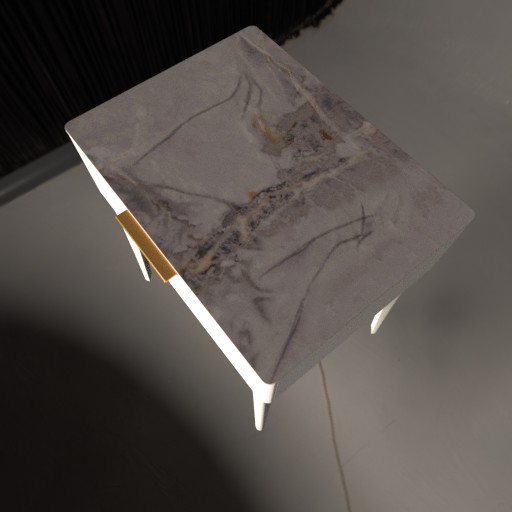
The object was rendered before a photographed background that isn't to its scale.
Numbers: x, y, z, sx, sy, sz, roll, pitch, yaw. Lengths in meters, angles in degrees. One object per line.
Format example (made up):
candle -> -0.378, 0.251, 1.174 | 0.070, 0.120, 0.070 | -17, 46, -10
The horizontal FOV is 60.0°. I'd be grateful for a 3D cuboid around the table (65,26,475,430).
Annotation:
table -> 0.000, 0.000, 0.898 | 0.400, 0.570, 0.500 | -35, 69, -16
